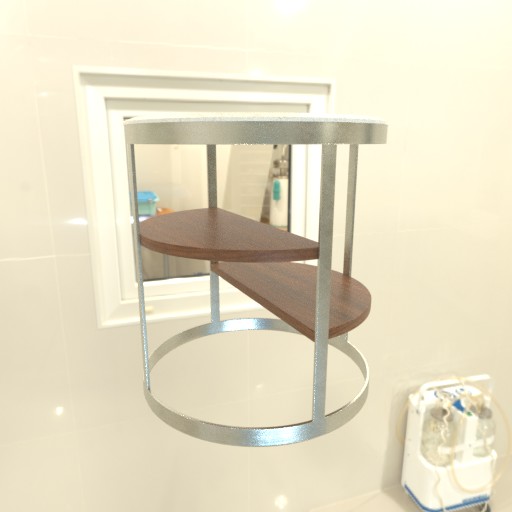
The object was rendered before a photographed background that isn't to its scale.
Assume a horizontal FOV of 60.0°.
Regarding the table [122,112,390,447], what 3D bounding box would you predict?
[{"bbox_3d":[0.000,0.000,0.758,0.407,0.447,0.407,0,15,0],"label":"table"}]
